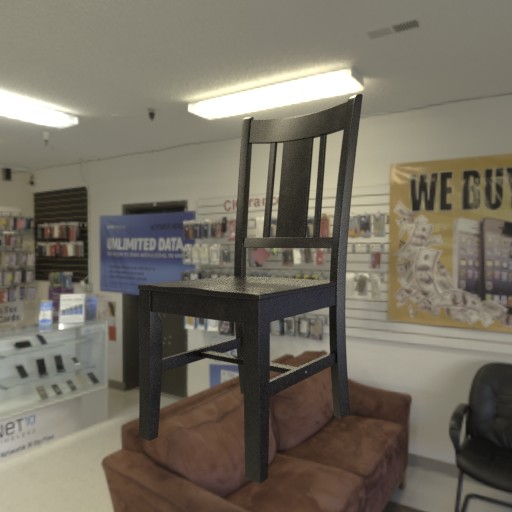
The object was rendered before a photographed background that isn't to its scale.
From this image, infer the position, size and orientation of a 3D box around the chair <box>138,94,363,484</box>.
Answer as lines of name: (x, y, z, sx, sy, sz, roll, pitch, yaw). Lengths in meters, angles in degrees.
chair: (0.000, 0.000, 1.309, 0.450, 0.998, 0.555, 1, 2, 36)
